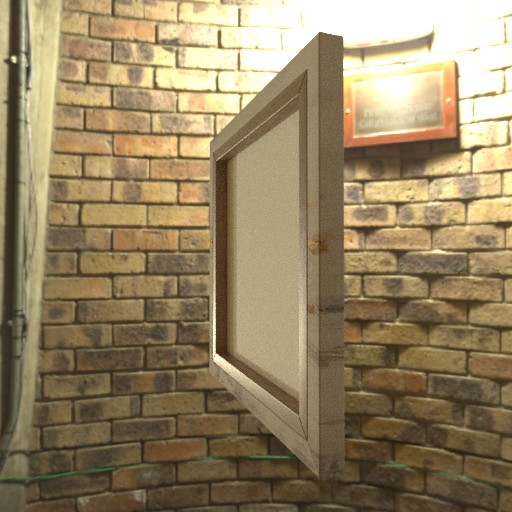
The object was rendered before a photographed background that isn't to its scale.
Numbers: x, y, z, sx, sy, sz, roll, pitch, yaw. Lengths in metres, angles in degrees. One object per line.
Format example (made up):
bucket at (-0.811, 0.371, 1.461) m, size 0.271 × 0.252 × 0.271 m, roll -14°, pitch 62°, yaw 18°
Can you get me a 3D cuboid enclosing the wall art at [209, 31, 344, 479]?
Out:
wall art at (0.000, 0.000, 0.898) m, size 0.040 × 0.613 × 0.611 m, roll 0°, pitch -1°, yaw -20°
